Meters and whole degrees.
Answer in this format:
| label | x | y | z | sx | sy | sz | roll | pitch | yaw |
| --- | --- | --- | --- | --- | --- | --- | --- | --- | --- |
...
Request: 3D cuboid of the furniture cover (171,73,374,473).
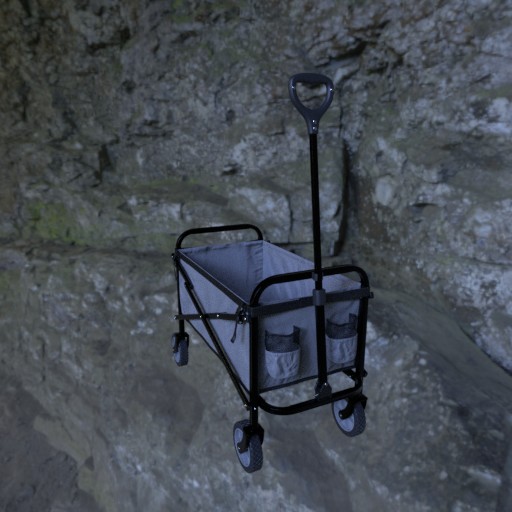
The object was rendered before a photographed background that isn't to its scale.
| label | x | y | z | sx | sy | sz | roll | pitch | yaw |
| --- | --- | --- | --- | --- | --- | --- | --- | --- | --- |
| furniture cover | 0.000 | 0.000 | 1.796 | 0.532 | 1.295 | 1.038 | -7 | 17 | -25 |
